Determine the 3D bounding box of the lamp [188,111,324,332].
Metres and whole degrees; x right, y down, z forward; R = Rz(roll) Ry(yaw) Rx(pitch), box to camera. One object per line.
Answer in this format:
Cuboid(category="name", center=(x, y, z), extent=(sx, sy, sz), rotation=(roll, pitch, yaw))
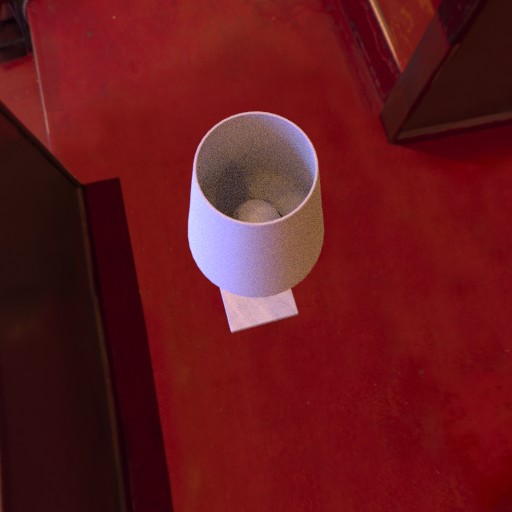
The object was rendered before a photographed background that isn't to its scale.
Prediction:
Cuboid(category="lamp", center=(0.000, 0.000, 0.719), extent=(0.181, 0.639, 0.181), rotation=(-15, 75, -4))
